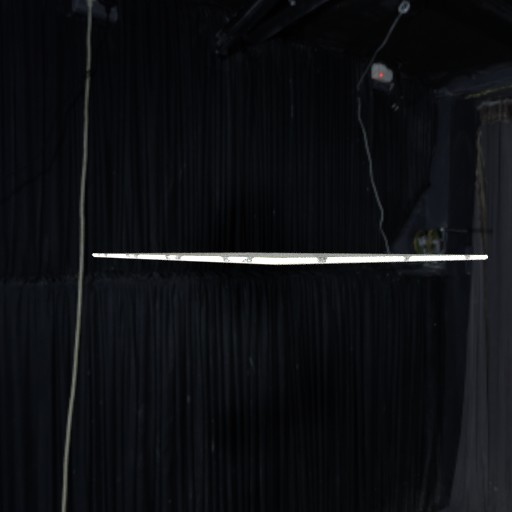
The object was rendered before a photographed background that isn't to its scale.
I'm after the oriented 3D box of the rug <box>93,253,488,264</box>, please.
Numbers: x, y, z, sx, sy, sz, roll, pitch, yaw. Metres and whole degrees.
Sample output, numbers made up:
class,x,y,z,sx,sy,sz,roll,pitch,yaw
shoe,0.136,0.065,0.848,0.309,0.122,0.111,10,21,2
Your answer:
class,x,y,z,sx,sy,sz,roll,pitch,yaw
rug,0.000,0.000,2.976,1.501,0.024,2.348,-1,1,-36
